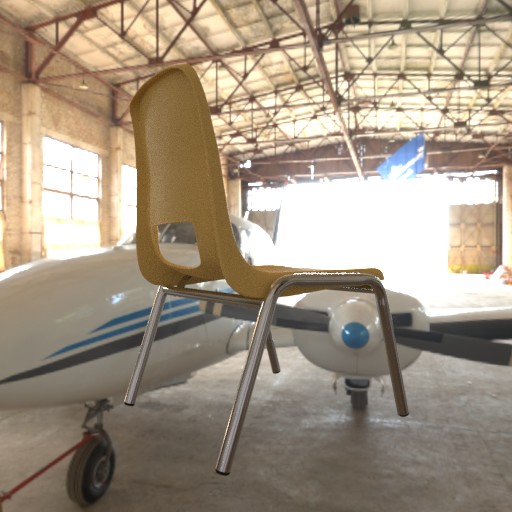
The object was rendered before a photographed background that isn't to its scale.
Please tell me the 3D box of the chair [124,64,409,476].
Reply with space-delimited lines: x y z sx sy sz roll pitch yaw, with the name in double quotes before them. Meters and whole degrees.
"chair" 0.000 0.000 0.767 0.385 0.536 0.354 0 0 -37
